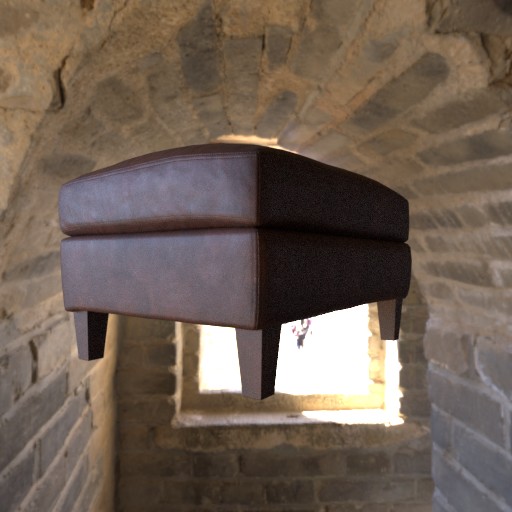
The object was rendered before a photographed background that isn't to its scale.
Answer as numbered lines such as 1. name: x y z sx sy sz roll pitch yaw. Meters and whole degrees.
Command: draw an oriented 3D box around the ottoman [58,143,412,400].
1. ottoman: 0.000 0.000 1.275 0.659 0.527 0.887 0 -1 36
